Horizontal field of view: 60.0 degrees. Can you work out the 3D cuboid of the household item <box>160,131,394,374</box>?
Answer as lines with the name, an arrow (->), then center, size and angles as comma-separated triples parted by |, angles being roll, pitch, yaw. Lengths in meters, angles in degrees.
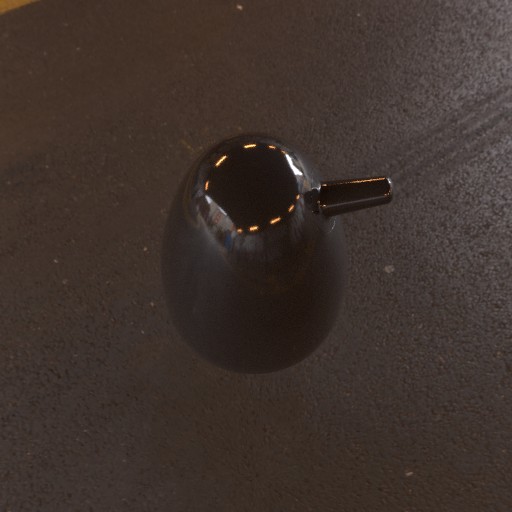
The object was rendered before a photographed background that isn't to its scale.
household item -> 0.000, 0.000, 0.223 | 0.104, 0.152, 0.102 | 4, 64, 2
